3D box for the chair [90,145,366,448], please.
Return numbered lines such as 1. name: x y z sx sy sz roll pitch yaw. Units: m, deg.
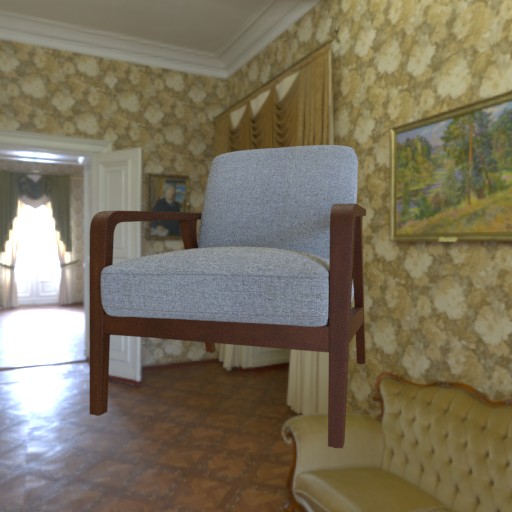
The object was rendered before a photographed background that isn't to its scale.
1. chair: 0.000 0.000 1.470 0.704 0.847 0.858 0 1 18
